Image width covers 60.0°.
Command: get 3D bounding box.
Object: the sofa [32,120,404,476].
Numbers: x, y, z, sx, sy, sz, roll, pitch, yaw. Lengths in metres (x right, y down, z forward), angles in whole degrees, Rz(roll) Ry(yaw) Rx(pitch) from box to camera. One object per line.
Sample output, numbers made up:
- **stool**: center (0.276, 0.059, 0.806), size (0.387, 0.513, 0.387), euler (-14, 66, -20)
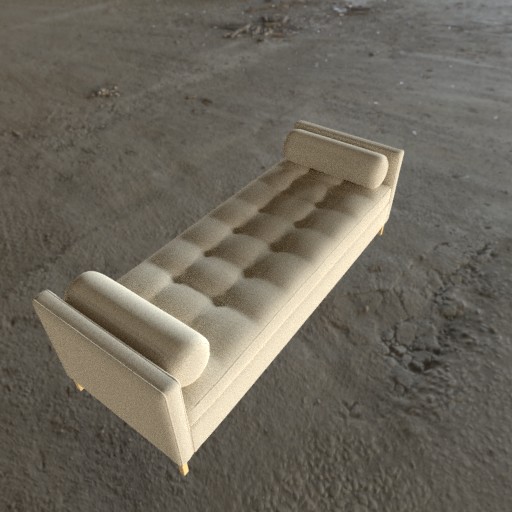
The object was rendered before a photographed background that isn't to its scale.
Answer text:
- **sofa**: center (0.000, 0.000, 2.336), size (0.746, 0.641, 1.985), euler (26, 47, 26)
